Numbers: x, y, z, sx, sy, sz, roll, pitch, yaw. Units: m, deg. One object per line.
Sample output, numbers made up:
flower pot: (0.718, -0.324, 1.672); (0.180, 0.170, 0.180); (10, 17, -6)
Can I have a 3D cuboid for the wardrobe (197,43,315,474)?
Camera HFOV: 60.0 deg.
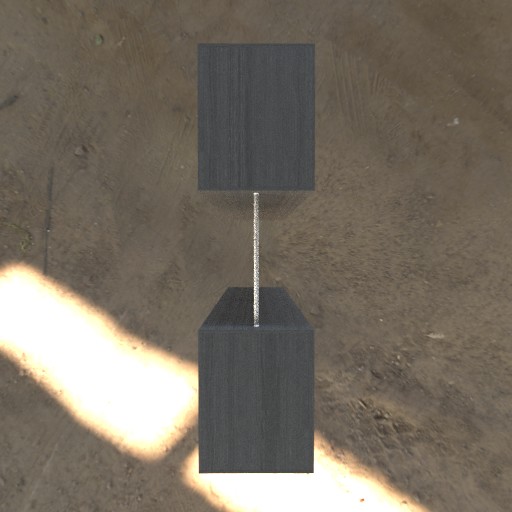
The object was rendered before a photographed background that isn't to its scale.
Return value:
wardrobe: (0.000, 0.000, 2.822); (0.480, 2.000, 1.770); (0, 91, 0)
